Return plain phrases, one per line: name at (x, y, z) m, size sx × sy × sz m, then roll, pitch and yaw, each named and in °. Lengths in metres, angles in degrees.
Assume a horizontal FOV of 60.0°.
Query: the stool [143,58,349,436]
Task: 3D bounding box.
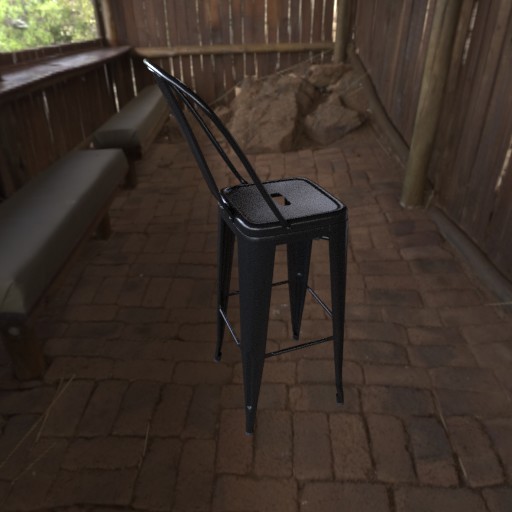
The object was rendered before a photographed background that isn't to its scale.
stool at (0.000, 0.000, 1.323) m, size 0.513 × 1.096 × 0.399 m, roll -11°, pitch 32°, yaw -18°
